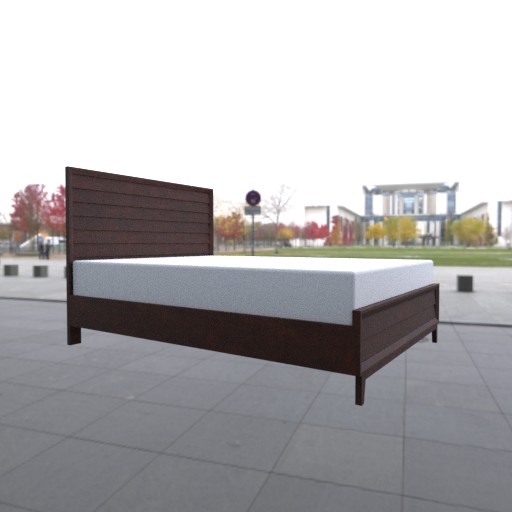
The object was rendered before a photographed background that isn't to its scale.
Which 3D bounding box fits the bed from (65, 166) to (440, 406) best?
[{"bbox_3d":[0.000,0.000,3.210,2.184,1.270,1.600,1,2,34],"label":"bed"}]
